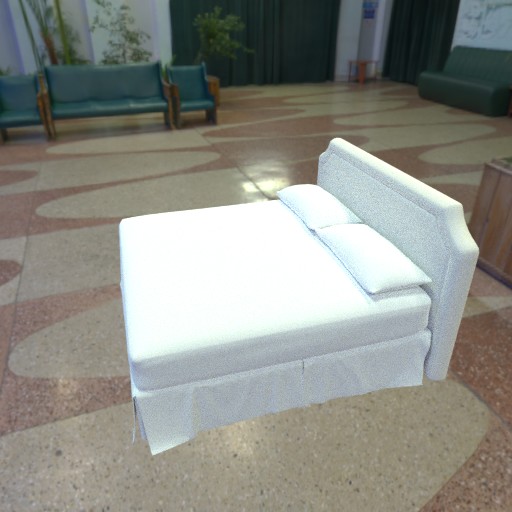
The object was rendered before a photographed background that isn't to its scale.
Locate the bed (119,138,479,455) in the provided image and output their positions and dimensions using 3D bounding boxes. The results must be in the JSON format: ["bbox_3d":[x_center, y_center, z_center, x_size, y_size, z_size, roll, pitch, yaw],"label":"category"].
[{"bbox_3d":[0.000,0.000,3.491,2.204,1.301,2.160,-8,30,-15],"label":"bed"}]
